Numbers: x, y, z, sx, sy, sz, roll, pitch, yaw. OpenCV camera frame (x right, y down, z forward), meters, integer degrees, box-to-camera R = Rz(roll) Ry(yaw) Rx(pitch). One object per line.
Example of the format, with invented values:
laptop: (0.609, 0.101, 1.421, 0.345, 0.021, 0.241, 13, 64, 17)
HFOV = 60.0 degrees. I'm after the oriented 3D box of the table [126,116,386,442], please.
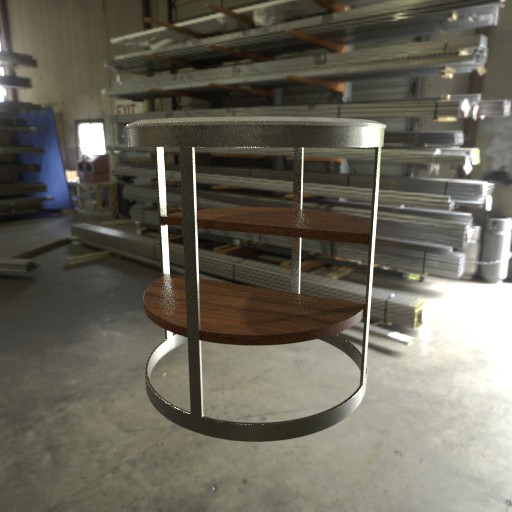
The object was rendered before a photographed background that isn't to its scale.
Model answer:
table: (0.000, 0.000, 0.775, 0.407, 0.447, 0.407, 0, 14, 0)
